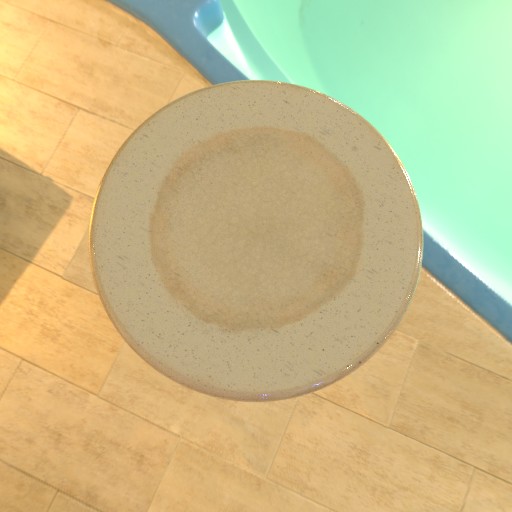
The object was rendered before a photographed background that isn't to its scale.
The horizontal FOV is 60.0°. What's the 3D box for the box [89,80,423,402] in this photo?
[{"bbox_3d":[0.000,0.000,0.259,0.154,0.123,0.154,0,76,0],"label":"box"}]
